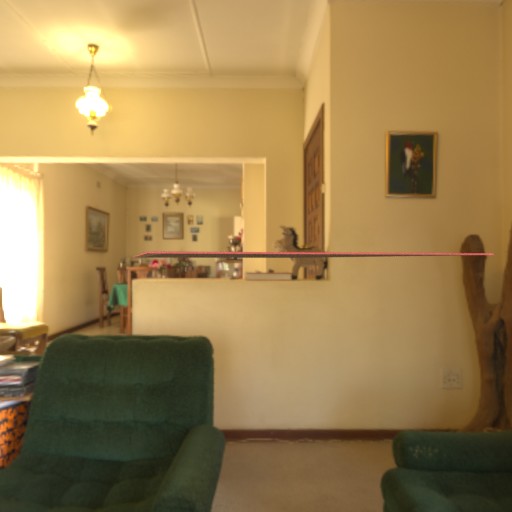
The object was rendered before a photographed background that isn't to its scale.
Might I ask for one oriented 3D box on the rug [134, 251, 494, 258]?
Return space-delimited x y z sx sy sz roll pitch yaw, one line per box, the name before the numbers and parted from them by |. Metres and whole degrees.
rug | 0.000 0.000 2.956 1.534 0.010 2.423 0 -1 -17
